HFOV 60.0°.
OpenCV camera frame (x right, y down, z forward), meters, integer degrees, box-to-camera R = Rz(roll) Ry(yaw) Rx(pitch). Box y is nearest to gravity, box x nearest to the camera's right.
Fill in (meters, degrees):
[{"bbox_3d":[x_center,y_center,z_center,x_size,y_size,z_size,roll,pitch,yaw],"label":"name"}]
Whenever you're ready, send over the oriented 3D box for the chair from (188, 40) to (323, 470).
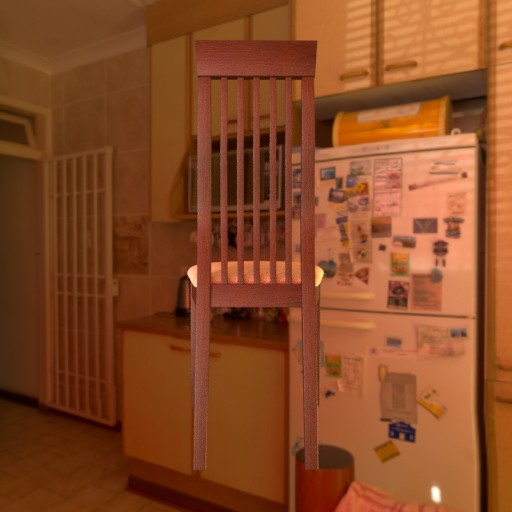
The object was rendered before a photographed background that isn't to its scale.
[{"bbox_3d":[0.000,0.000,1.287,0.460,1.027,0.474,0,1,0],"label":"chair"}]
